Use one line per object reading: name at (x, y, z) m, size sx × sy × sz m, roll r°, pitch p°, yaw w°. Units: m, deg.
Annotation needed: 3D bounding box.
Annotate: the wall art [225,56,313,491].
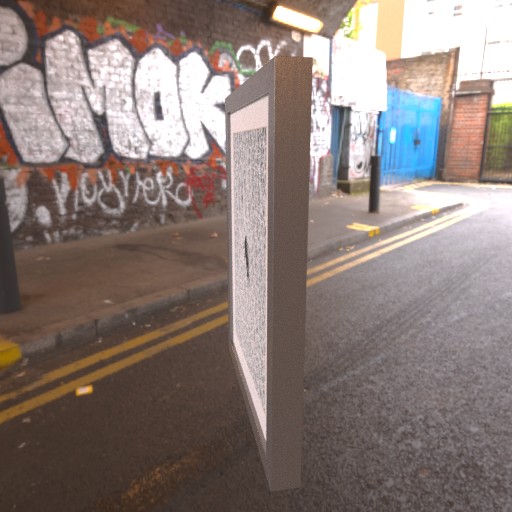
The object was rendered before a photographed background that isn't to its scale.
wall art at (0.000, 0.000, 0.519) m, size 0.030 × 0.379 × 0.308 m, roll -3°, pitch 14°, yaw -10°
